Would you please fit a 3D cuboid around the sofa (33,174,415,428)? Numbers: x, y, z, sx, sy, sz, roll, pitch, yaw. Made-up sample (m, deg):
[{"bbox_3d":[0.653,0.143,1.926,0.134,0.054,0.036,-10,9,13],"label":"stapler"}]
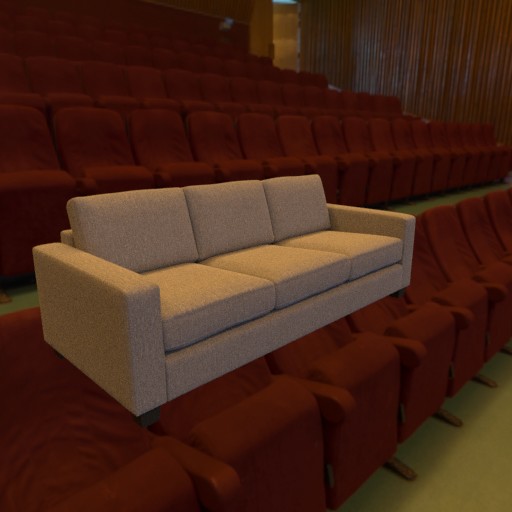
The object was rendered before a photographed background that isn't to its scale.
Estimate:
[{"bbox_3d":[0.000,0.000,2.542,2.120,0.800,0.900,-15,21,-43],"label":"sofa"}]
